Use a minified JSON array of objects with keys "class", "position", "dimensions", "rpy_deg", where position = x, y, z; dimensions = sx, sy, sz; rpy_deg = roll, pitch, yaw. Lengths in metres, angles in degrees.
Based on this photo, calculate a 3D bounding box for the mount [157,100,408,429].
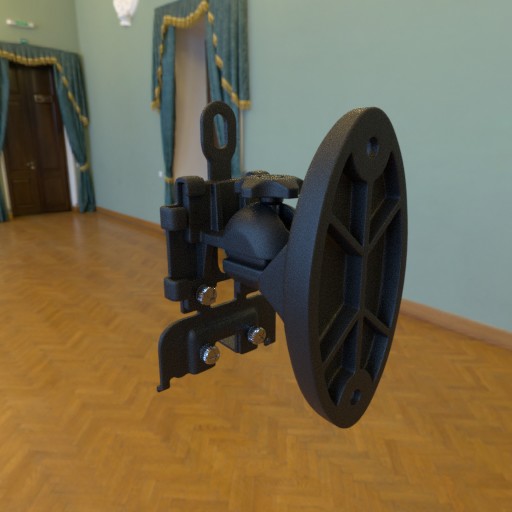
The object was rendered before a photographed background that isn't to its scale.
[{"class":"mount","position":[0.000,0.000,0.175],"dimensions":[0.066,0.118,0.100],"rpy_deg":[-14,21,-41]}]
